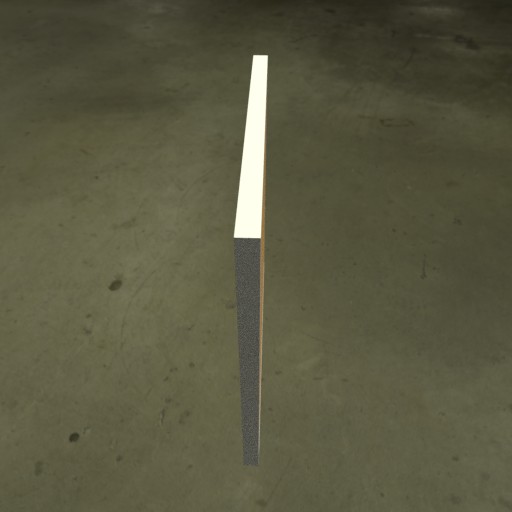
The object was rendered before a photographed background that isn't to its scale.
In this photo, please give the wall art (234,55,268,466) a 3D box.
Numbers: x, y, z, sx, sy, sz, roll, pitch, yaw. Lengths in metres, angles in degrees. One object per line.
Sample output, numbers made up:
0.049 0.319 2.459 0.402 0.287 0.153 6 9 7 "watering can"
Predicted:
0.000 0.000 1.164 0.038 0.762 0.762 1 42 1 "wall art"
